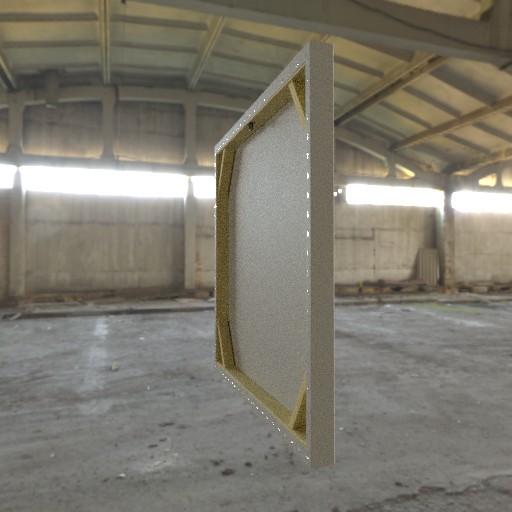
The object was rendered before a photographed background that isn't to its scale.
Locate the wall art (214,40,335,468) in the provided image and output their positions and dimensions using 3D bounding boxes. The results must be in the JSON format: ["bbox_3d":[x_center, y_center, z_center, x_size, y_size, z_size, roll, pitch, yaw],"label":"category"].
[{"bbox_3d":[0.000,0.000,0.926,0.038,0.610,0.610,0,-1,-18],"label":"wall art"}]
